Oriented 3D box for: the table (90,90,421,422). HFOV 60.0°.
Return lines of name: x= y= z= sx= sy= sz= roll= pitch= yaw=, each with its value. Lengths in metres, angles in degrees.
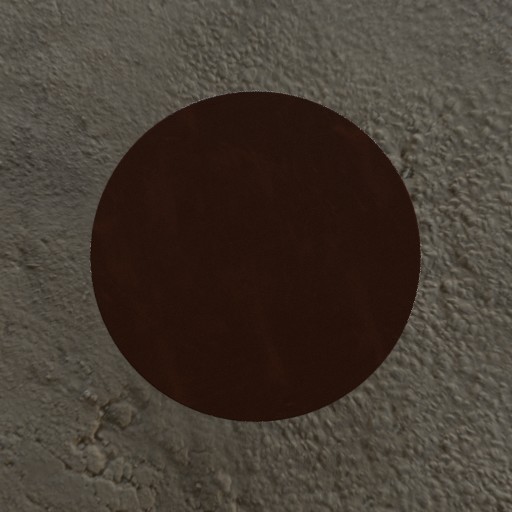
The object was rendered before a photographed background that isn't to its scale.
table: x=0.000 y=0.000 z=1.470 sx=0.911 sy=0.512 sz=0.911 roll=0 pitch=91 yaw=1
